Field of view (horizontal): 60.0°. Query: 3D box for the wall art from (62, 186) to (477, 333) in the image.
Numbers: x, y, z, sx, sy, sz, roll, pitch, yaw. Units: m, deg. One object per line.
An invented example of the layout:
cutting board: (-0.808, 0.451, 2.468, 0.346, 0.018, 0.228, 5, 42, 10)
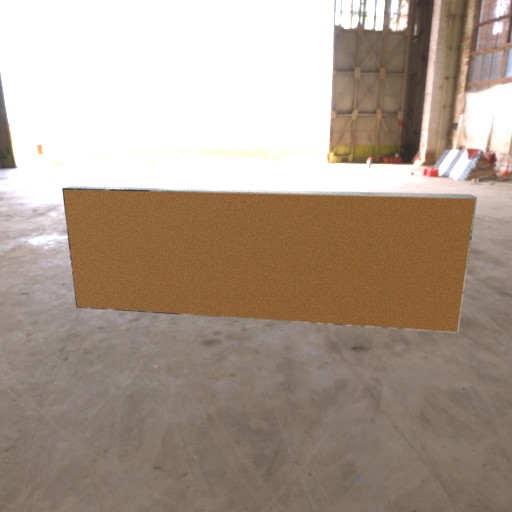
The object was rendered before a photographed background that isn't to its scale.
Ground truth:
wall art: (0.000, 0.000, 0.855, 0.759, 0.251, 0.037, 3, 16, 9)
